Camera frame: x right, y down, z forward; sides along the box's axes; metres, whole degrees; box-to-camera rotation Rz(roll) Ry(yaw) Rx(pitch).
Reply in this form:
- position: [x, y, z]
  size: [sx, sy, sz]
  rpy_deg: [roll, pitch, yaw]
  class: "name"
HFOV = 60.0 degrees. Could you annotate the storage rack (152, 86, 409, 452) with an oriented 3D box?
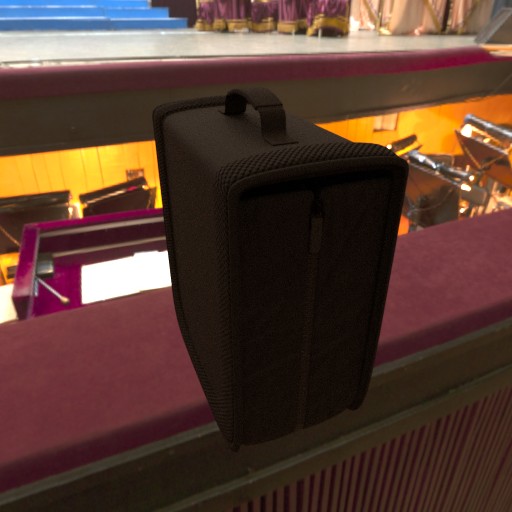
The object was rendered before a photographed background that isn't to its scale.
- position: [0.000, 0.000, 0.540]
  size: [0.168, 0.387, 0.297]
  rpy_deg: [-12, 32, -19]
  class: "storage rack"
